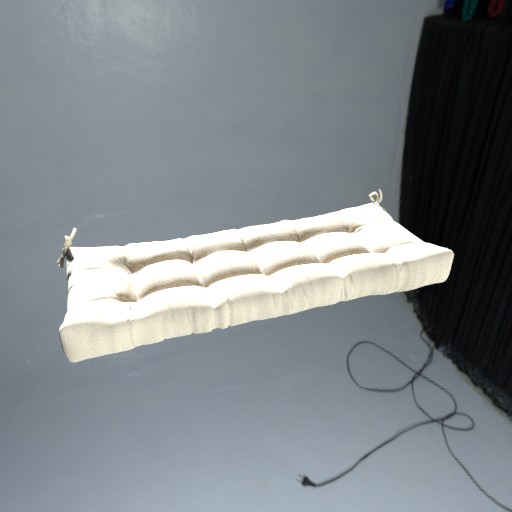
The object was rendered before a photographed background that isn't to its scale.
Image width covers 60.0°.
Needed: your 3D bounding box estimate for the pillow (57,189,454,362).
[{"bbox_3d":[0.000,0.000,1.394,1.194,0.174,0.511,-10,32,-16],"label":"pillow"}]
